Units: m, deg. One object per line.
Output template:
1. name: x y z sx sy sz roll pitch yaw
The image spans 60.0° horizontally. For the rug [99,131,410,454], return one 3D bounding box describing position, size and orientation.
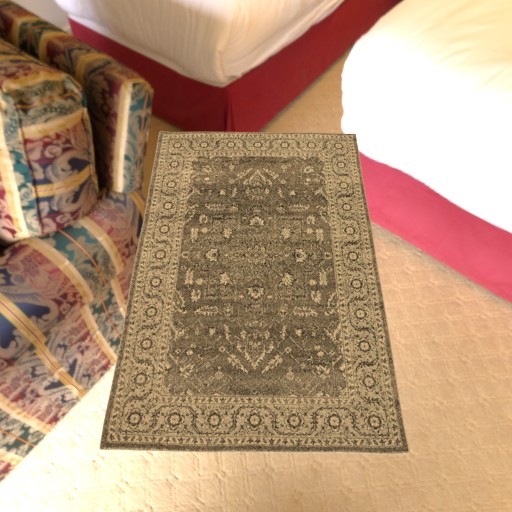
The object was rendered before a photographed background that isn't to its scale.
1. rug: 0.000 0.000 2.222 1.209 0.019 1.828 1 57 0
